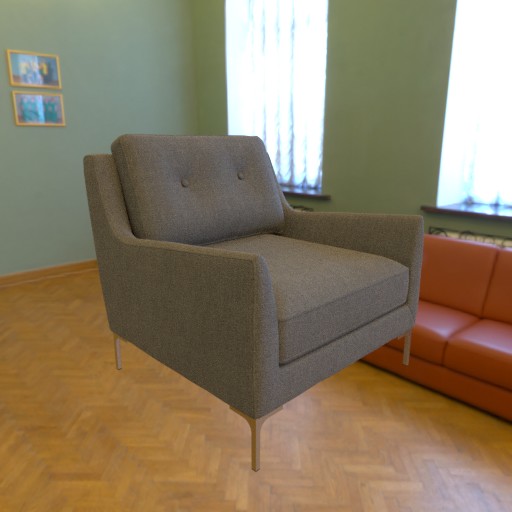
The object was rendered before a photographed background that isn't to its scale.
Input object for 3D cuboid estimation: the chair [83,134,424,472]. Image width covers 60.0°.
[{"bbox_3d":[0.000,0.000,1.556,0.847,0.828,0.849,-14,20,-42],"label":"chair"}]
